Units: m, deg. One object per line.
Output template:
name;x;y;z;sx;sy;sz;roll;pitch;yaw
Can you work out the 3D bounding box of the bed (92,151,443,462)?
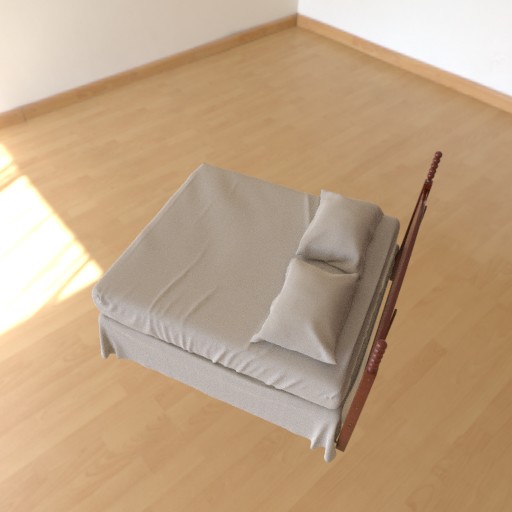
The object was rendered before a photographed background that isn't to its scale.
bed;0.000;0.000;3.249;2.040;1.356;1.873;19;51;16
